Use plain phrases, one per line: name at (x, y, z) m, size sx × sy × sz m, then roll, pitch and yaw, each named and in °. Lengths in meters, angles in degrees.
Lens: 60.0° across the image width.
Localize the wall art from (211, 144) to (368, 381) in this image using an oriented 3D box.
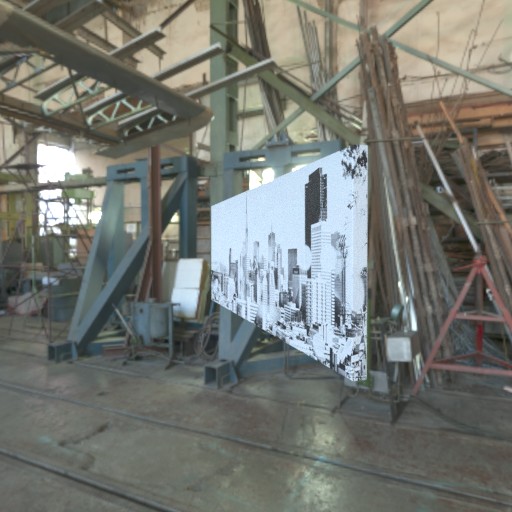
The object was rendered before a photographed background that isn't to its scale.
wall art at (0.000, 0.000, 1.680) m, size 0.039 × 0.507 × 1.520 m, roll 0°, pitch 1°, yaw -17°
